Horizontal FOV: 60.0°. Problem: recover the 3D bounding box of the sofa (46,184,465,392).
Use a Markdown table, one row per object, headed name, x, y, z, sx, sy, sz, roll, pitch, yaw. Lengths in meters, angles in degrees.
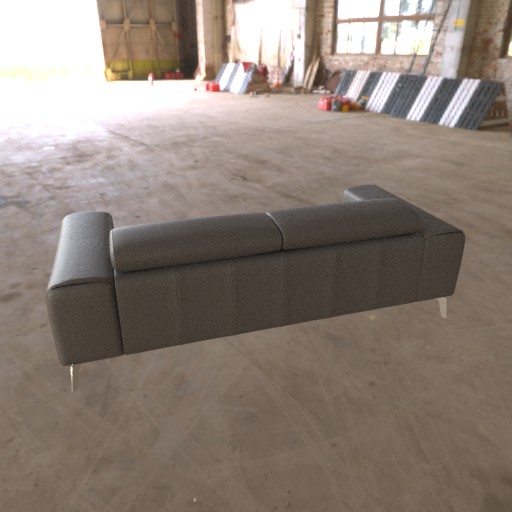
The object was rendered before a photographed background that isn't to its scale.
| name | x | y | z | sx | sy | sz | roll | pitch | yaw |
| --- | --- | --- | --- | --- | --- | --- | --- | --- | --- |
| sofa | 0.000 | 0.000 | 2.817 | 2.321 | 0.759 | 1.023 | -8 | 27 | -16 |
